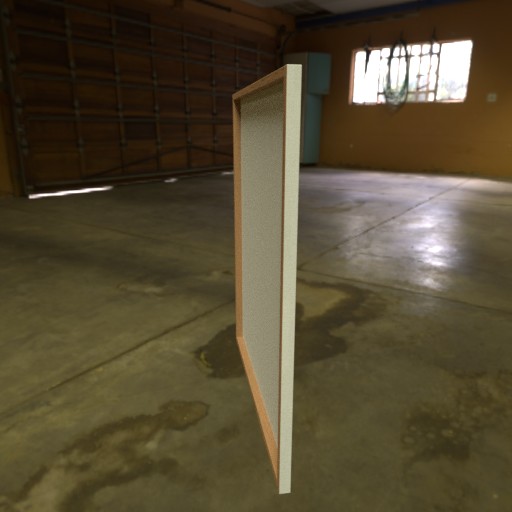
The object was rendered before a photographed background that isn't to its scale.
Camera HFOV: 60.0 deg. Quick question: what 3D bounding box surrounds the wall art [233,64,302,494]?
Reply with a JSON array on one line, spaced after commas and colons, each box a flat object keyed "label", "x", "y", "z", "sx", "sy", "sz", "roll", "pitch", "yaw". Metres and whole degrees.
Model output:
[{"label": "wall art", "x": 0.000, "y": 0.000, "z": 0.981, "sx": 0.021, "sy": 0.710, "sz": 0.609, "roll": -3, "pitch": 17, "yaw": -9}]
